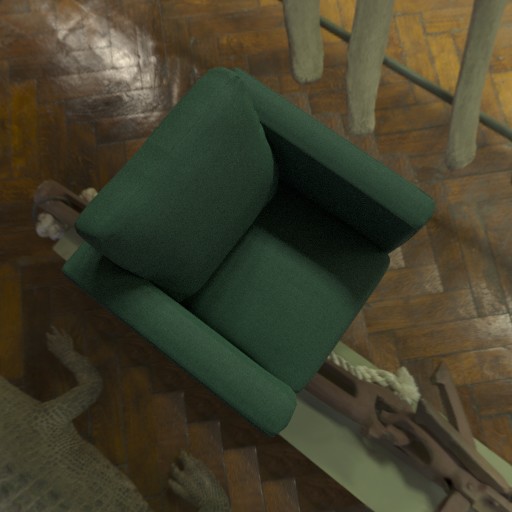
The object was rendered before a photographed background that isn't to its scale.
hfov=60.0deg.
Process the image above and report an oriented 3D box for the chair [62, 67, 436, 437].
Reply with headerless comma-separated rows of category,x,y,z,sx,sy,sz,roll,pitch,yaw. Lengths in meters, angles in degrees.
chair,0.000,0.000,1.523,0.800,0.927,0.855,36,80,8
